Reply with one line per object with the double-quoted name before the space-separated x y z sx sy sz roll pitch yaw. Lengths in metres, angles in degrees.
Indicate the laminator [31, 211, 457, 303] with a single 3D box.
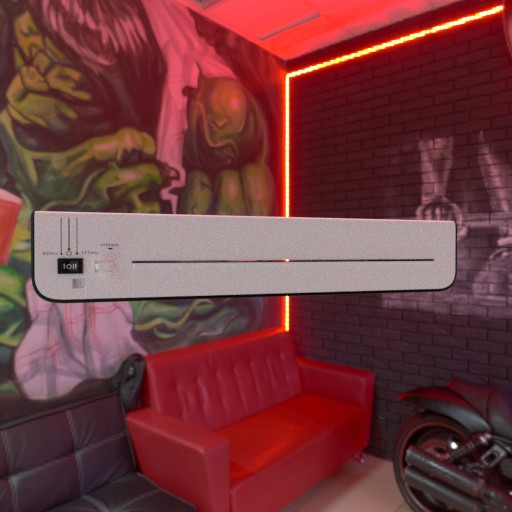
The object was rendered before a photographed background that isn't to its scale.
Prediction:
"laminator" 0.000 0.000 0.389 0.340 0.062 0.123 0 1 -17
